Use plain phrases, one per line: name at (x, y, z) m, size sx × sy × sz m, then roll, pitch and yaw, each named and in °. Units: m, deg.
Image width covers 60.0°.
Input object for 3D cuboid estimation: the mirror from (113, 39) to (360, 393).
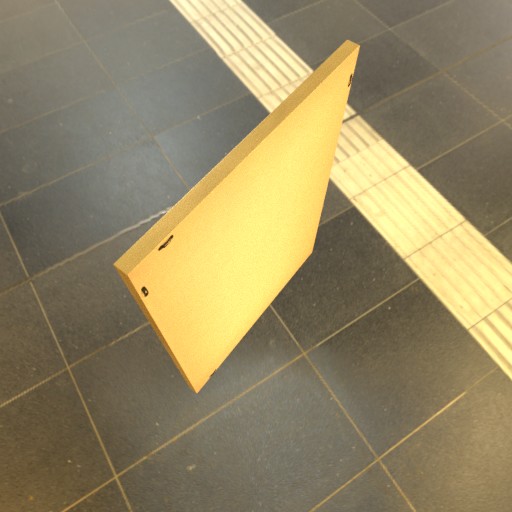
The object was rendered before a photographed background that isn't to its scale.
mirror at (0.000, 0.000, 1.356) m, size 0.040 × 1.016 × 0.762 m, roll 34°, pitch 67°, yaw 17°
